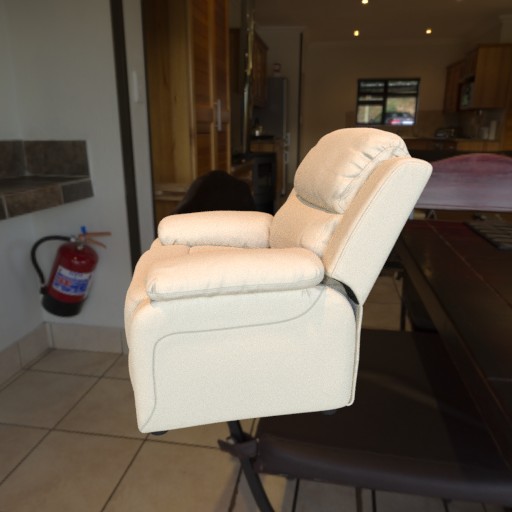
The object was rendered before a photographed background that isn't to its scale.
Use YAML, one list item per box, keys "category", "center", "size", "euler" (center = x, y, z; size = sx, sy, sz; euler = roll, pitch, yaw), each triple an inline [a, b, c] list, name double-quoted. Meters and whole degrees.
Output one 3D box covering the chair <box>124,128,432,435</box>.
- category: "chair"
  center: [0.000, 0.000, 1.262]
  size: [0.709, 0.702, 0.680]
  euler: [-2, 16, -9]
